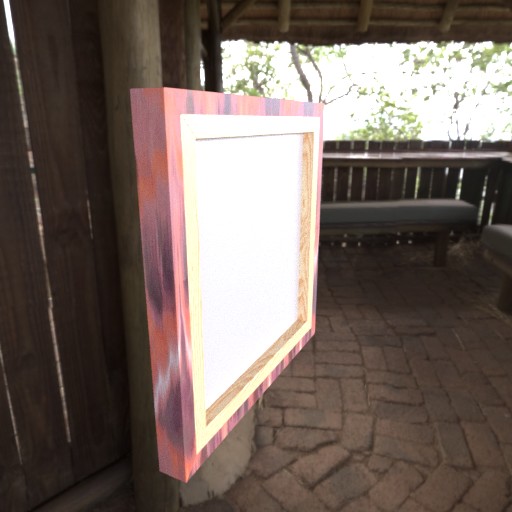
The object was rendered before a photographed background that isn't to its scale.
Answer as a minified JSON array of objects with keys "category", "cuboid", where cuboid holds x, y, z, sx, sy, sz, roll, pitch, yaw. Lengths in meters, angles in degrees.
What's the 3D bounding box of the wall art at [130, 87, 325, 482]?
[{"category":"wall art","cuboid":[0.000,0.000,0.605,0.038,0.406,0.403,9,19,26]}]
